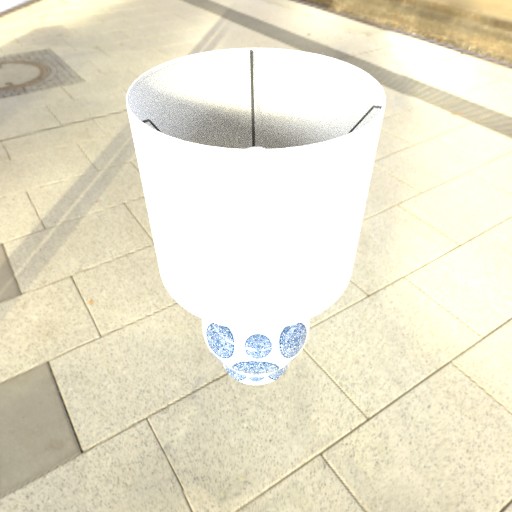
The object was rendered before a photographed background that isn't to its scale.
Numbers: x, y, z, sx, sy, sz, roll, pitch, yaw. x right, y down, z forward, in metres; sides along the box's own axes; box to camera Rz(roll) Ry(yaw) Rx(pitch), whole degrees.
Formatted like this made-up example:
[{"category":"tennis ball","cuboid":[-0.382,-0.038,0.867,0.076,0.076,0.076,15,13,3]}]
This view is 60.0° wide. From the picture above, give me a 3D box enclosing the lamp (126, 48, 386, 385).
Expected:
[{"category":"lamp","cuboid":[0.000,0.000,0.501,0.215,0.381,0.215,-26,48,-26]}]
